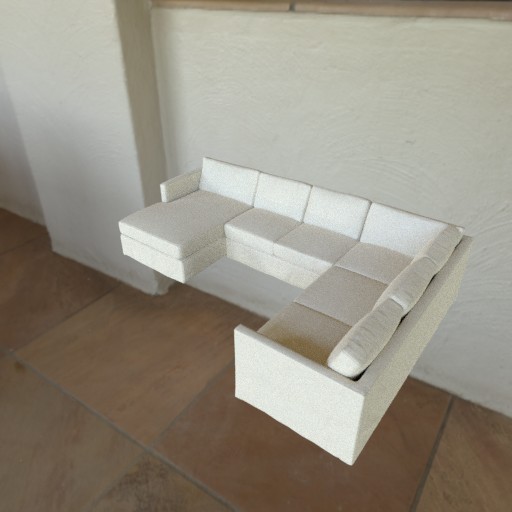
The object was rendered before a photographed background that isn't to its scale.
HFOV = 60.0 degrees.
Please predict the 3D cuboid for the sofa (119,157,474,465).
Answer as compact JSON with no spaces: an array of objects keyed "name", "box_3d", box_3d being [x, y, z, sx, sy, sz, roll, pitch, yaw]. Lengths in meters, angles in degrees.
[{"name":"sofa","box_3d":[0.000,0.000,4.453,3.464,0.882,2.448,21,38,31]}]
